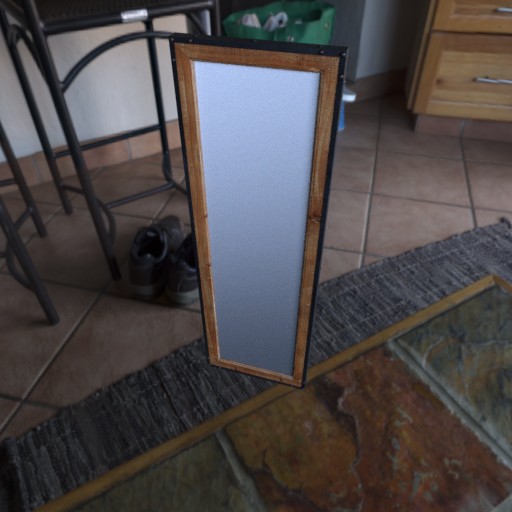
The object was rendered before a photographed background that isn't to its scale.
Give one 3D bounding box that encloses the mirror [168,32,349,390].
[{"bbox_3d":[0.000,0.000,1.191,0.354,1.080,0.042,11,42,13],"label":"mirror"}]
